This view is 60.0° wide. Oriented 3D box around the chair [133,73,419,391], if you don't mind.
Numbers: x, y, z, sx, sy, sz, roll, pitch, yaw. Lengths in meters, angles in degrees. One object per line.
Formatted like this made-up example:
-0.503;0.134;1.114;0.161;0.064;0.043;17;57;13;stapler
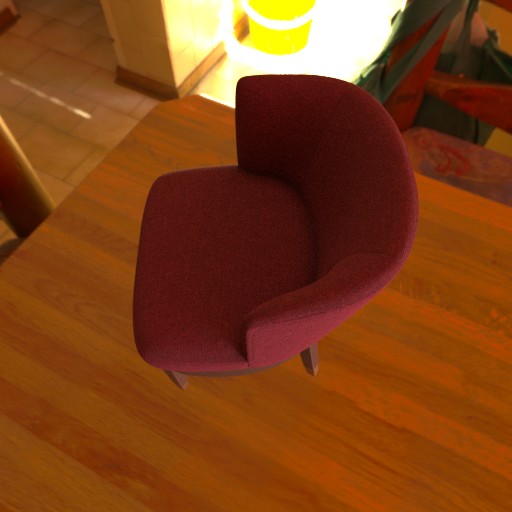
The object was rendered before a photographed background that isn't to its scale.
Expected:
0.000;0.000;1.252;0.660;0.760;0.700;-2;58;-1;chair
